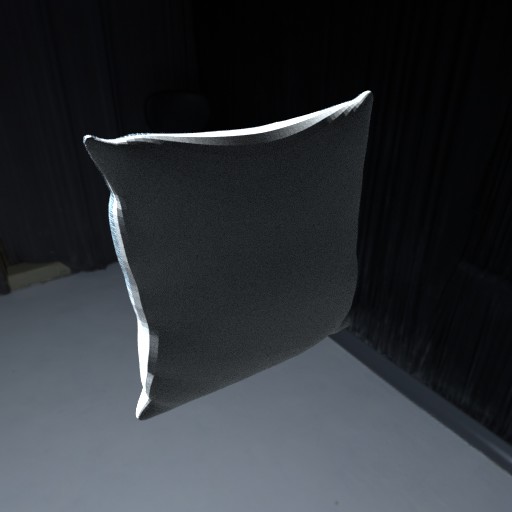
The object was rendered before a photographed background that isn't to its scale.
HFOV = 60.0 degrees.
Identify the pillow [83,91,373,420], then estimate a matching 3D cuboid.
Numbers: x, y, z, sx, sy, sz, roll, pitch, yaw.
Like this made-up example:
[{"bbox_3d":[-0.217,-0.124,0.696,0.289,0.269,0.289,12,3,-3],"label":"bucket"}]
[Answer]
[{"bbox_3d":[0.000,0.000,0.675,0.440,0.441,0.182,-18,34,-29],"label":"pillow"}]
